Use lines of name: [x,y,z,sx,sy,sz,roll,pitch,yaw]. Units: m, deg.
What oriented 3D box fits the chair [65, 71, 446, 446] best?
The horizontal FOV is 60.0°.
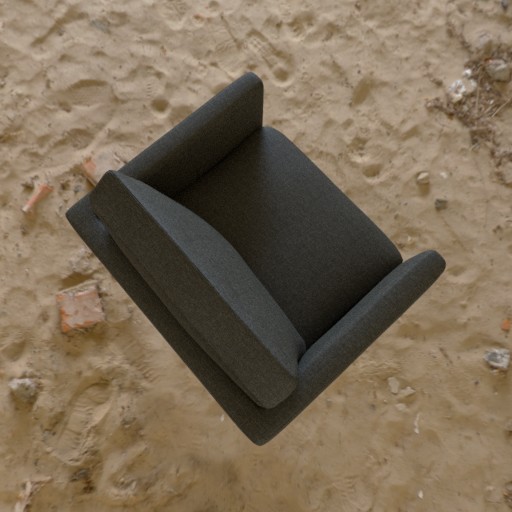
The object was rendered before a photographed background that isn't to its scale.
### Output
chair: [0.000,0.000,1.855,0.959,0.963,1.107,-41,79,-9]
